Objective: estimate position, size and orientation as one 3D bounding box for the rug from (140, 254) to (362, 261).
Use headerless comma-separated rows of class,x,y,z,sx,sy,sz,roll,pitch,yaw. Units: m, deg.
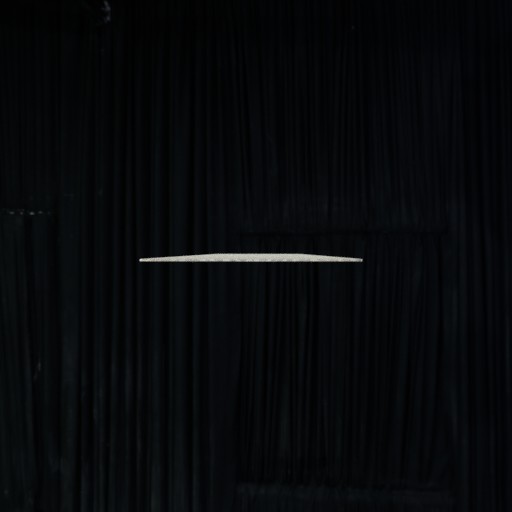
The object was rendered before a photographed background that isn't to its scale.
rug,0.000,0.000,2.466,0.676,0.008,2.277,0,1,1
